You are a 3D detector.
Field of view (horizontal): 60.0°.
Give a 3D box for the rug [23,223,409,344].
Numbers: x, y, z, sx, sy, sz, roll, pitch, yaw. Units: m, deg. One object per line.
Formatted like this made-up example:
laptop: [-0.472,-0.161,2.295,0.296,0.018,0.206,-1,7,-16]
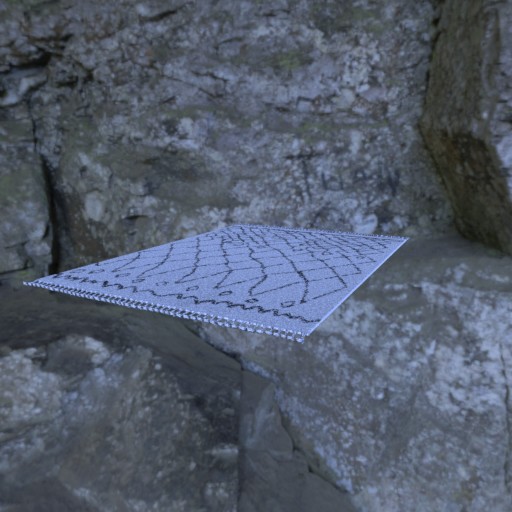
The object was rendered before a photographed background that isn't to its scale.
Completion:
rug: [0.000,0.000,2.995,1.613,0.017,2.312,7,15,27]
